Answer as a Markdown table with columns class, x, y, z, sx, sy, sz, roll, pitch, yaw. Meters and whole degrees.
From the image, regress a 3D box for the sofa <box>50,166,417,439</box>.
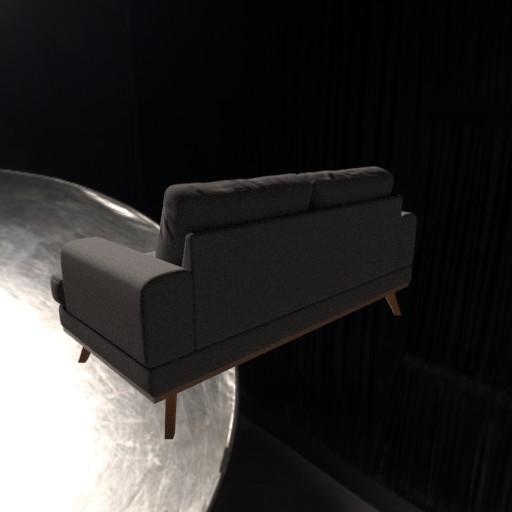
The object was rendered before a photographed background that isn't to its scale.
| class | x | y | z | sx | sy | sz | roll | pitch | yaw |
| --- | --- | --- | --- | --- | --- | --- | --- | --- | --- |
| sofa | 0.000 | 0.000 | 2.105 | 1.650 | 0.810 | 0.785 | -14 | 21 | -42 |
